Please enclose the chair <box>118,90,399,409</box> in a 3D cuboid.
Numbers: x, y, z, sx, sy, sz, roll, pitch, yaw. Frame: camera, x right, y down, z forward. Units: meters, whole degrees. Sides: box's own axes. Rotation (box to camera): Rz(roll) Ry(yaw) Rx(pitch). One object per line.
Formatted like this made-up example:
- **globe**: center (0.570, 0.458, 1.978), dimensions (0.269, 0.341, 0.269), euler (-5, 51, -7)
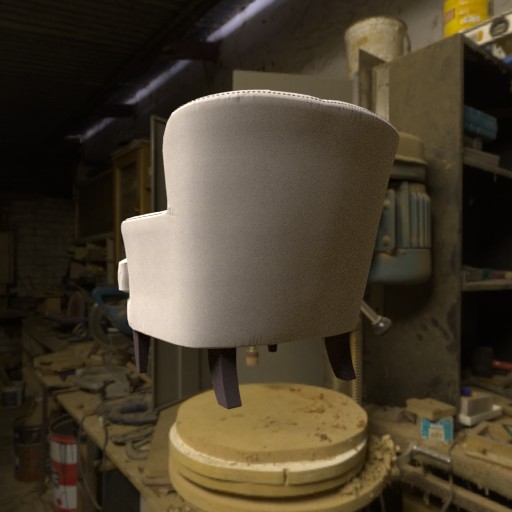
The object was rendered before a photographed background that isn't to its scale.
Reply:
- **chair**: center (0.000, 0.000, 1.593), dimensions (0.848, 0.868, 0.906), euler (0, 0, -36)
